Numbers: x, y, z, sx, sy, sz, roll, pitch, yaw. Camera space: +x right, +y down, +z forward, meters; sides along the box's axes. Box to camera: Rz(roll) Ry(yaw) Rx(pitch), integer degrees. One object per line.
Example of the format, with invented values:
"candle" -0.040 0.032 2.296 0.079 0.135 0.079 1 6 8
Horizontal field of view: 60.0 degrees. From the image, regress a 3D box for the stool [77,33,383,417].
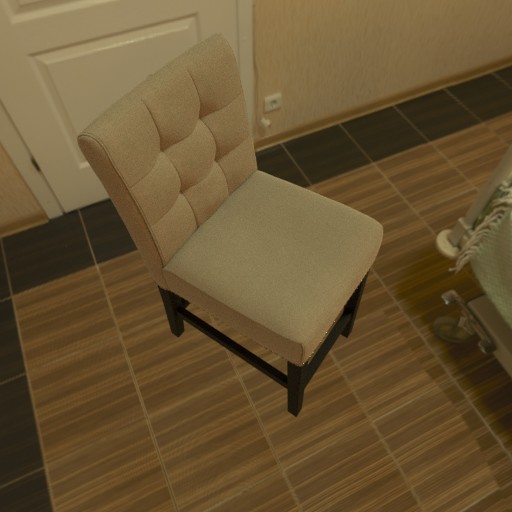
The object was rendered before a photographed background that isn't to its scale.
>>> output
"stool" 0.000 0.000 1.184 0.571 0.885 0.427 31 62 19
